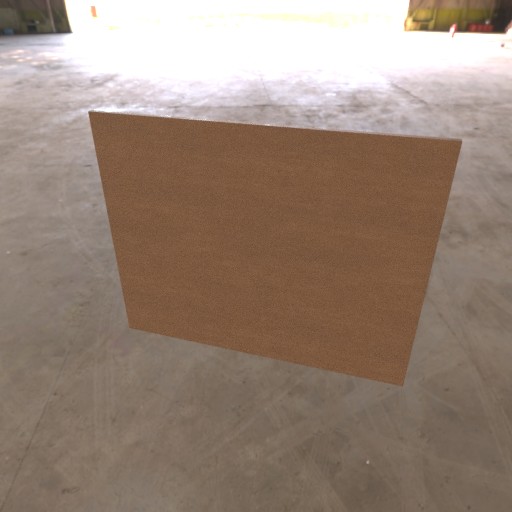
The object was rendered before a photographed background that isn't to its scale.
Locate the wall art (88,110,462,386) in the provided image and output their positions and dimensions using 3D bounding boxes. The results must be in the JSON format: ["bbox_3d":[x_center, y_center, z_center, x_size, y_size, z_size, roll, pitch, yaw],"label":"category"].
[{"bbox_3d":[0.000,0.000,0.691,0.508,0.408,0.010,9,32,14],"label":"wall art"}]
